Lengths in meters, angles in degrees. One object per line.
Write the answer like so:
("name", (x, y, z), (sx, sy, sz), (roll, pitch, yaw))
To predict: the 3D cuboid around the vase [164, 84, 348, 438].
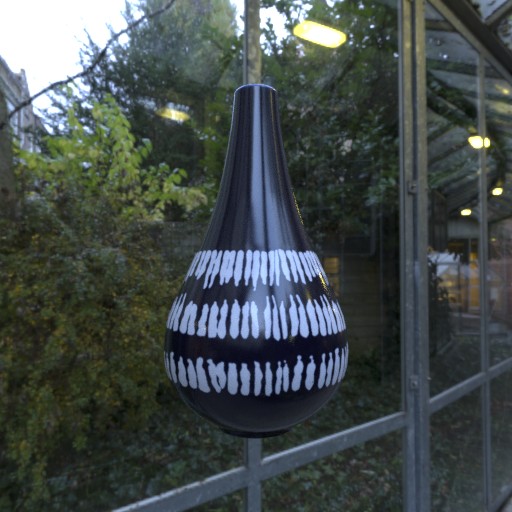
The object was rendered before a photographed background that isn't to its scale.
("vase", (0.000, 0.000, 0.392), (0.159, 0.295, 0.159), (0, -2, 0))
